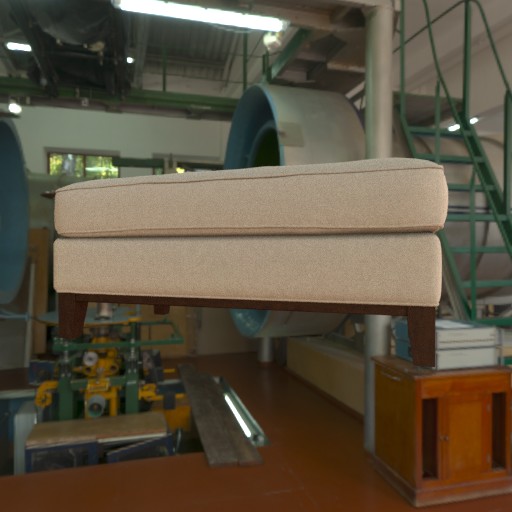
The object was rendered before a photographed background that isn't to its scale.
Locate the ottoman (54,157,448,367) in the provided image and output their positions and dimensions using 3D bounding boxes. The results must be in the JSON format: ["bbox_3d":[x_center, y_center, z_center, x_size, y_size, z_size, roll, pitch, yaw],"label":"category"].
[{"bbox_3d":[0.000,0.000,1.484,1.143,0.508,0.648,0,1,19],"label":"ottoman"}]
